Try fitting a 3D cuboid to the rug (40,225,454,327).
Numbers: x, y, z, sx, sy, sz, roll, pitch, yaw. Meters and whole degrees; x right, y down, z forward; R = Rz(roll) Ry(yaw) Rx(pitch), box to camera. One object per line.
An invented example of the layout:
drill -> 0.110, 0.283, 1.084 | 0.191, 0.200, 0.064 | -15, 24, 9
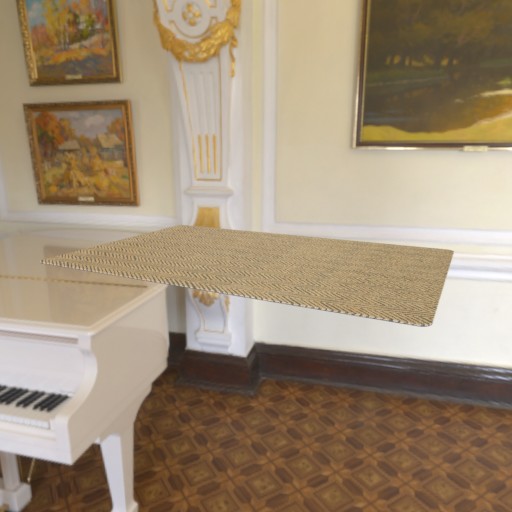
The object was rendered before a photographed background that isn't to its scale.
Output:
rug -> 0.000, 0.000, 2.208 | 1.752, 0.008, 1.144 | 7, 15, 26
